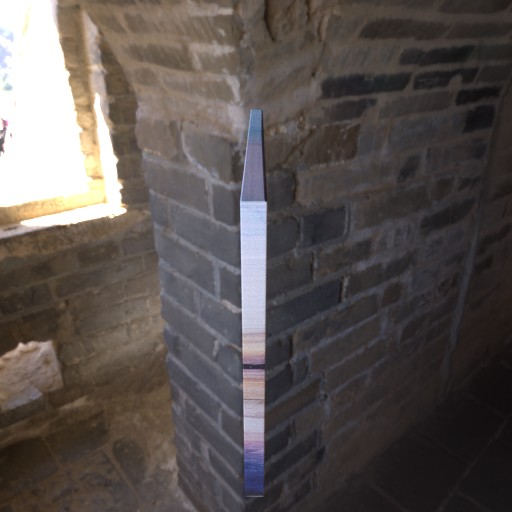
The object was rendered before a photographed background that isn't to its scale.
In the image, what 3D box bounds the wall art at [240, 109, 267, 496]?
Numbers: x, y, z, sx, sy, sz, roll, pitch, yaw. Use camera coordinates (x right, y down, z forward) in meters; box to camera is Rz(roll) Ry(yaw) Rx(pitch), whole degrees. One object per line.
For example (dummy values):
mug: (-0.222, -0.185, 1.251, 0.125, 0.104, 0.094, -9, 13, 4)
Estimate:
wall art: (0.000, 0.000, 1.145, 0.037, 0.605, 0.911, 0, 26, 0)
